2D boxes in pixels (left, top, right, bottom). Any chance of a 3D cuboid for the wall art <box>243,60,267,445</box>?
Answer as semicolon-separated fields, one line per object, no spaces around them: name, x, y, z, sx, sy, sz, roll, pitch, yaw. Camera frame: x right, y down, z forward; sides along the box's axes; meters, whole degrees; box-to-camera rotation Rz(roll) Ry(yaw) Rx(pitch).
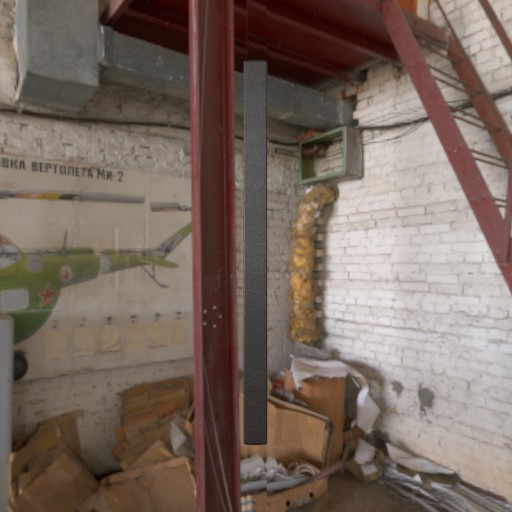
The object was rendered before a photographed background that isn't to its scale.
wall art;0.000;0.000;1.157;0.038;0.612;0.912;0;-1;0
